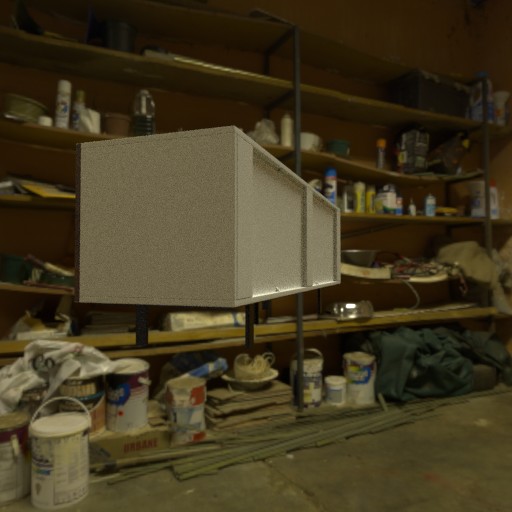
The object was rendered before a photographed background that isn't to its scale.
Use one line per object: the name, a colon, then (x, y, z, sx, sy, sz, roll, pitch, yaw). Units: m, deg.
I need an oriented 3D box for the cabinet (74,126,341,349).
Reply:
cabinet: (0.000, 0.000, 1.742, 0.431, 0.533, 1.499, -1, -2, 19)
